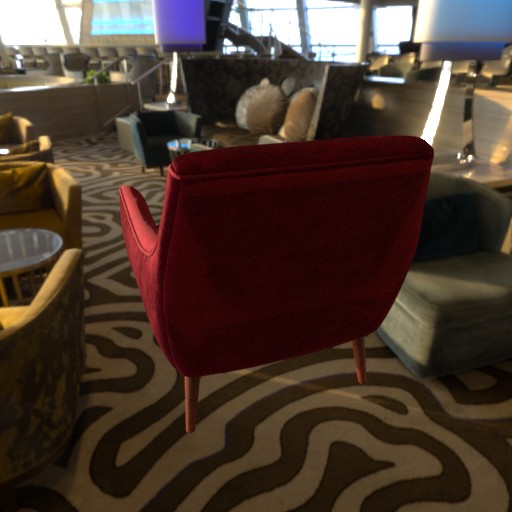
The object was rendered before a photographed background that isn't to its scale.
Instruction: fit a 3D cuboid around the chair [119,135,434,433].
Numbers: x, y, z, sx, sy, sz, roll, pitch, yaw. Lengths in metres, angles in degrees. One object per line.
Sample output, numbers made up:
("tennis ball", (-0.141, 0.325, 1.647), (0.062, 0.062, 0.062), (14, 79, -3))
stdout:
("chair", (0.000, 0.000, 1.418), (0.762, 0.838, 0.787), (-9, 27, -19))
